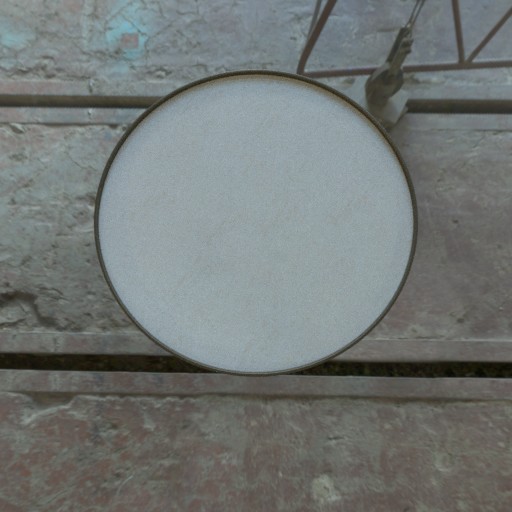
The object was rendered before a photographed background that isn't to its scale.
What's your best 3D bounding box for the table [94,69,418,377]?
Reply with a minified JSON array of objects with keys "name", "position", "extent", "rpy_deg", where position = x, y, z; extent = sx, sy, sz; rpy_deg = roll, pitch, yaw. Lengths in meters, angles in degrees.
[{"name":"table","position":[0.000,0.000,0.931],"extent":[0.480,0.565,0.480],"rpy_deg":[0,76,0]}]
